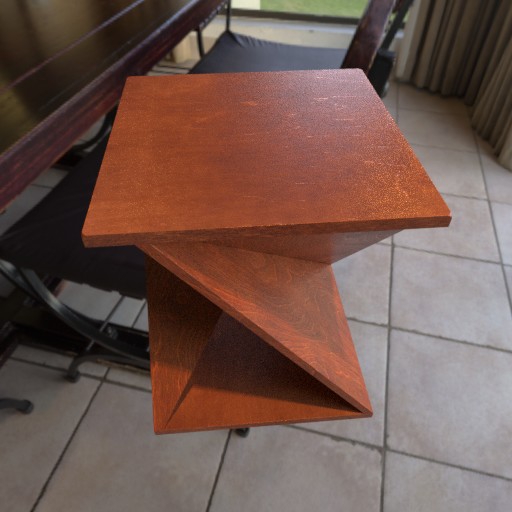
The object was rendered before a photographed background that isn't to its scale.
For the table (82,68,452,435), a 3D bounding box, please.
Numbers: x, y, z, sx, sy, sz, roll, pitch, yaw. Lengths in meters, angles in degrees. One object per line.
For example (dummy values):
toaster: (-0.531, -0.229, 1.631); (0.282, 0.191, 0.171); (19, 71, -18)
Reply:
table: (0.000, 0.000, 0.839); (0.427, 0.520, 0.427); (-3, 45, -3)
